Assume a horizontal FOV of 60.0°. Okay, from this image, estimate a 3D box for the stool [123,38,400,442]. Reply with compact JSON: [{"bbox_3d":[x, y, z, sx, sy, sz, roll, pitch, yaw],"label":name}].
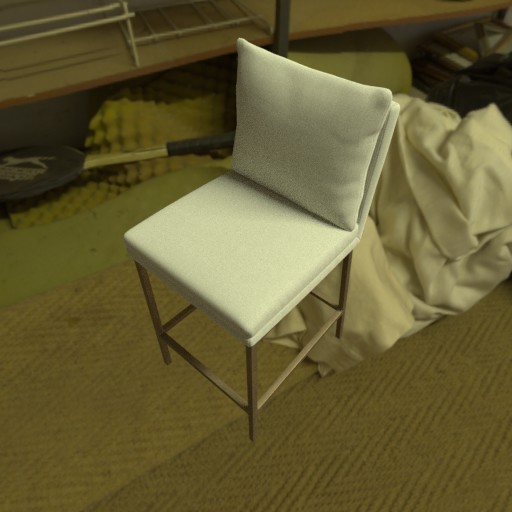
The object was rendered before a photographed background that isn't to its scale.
[{"bbox_3d":[0.000,0.000,1.315,0.463,1.032,0.572,32,55,27],"label":"stool"}]
